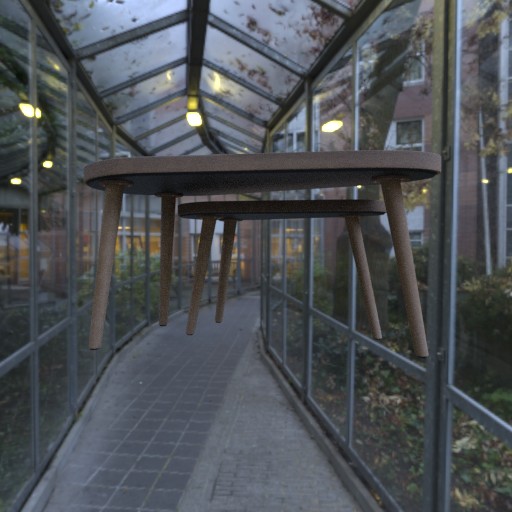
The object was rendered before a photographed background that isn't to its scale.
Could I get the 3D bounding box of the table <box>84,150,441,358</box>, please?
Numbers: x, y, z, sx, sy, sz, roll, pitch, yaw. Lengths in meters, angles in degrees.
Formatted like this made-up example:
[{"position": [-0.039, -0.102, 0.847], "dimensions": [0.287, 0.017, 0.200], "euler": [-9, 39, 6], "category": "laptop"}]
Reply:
[{"position": [0.000, 0.000, 1.563], "dimensions": [1.190, 0.595, 0.701], "euler": [0, 1, 18], "category": "table"}]
